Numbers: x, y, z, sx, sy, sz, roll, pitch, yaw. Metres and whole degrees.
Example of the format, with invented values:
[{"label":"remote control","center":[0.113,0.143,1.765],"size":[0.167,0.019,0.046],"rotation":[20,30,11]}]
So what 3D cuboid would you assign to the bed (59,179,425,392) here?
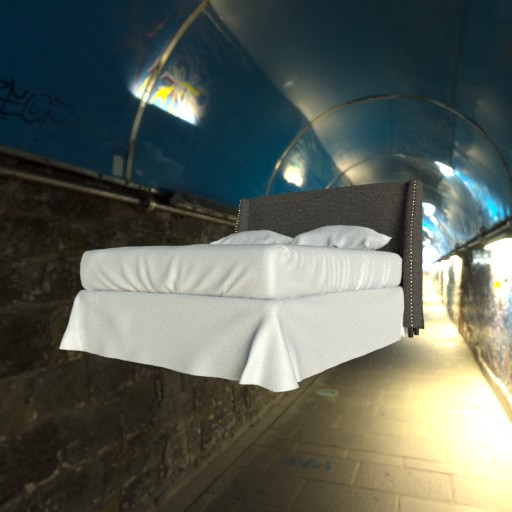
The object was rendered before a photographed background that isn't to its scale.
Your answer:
[{"label":"bed","center":[0.000,0.000,3.440],"size":[1.925,1.332,2.276],"rotation":[-1,-2,36]}]
